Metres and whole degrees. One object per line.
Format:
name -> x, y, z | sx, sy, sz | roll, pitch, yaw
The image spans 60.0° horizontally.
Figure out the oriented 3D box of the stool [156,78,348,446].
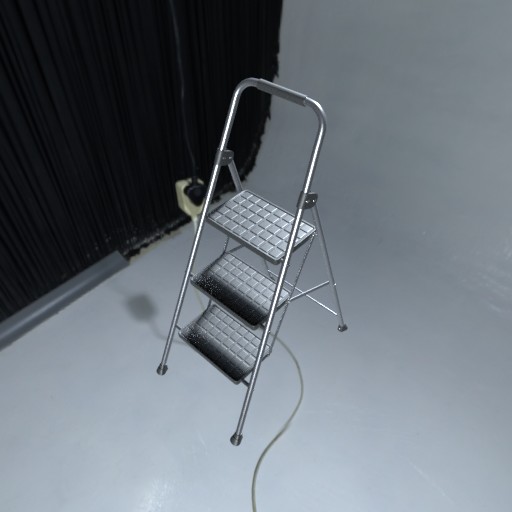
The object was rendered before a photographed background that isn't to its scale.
stool -> 0.000, 0.000, 1.534 | 0.473, 1.121, 0.733 | 32, 53, 29
